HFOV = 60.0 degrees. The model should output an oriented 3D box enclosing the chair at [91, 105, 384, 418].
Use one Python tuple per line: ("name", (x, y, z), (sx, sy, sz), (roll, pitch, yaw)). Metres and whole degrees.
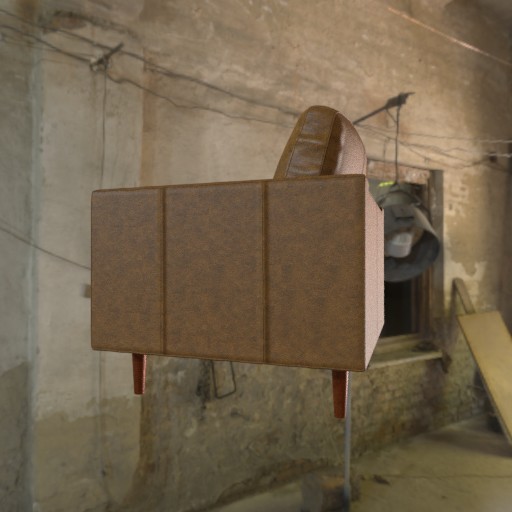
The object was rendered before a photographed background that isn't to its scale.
("chair", (0.000, 0.000, 1.717), (0.909, 0.956, 0.890), (0, 0, 19))
